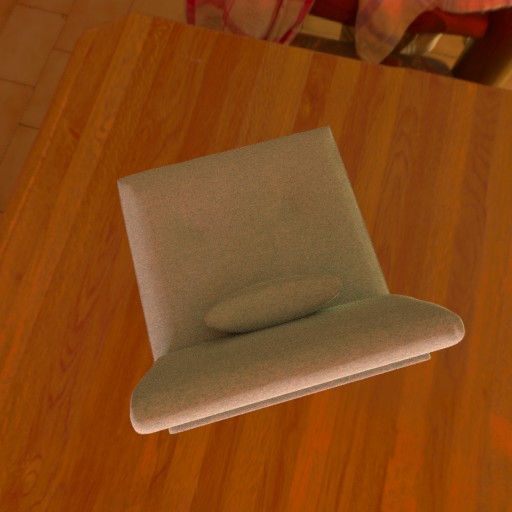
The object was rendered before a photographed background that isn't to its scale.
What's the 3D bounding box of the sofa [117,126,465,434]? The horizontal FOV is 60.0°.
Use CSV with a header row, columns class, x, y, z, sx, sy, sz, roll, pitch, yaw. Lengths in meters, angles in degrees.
class,x,y,z,sx,sy,sz,roll,pitch,yaw
sofa,0.000,0.000,1.635,0.930,0.820,1.000,-15,75,-4
